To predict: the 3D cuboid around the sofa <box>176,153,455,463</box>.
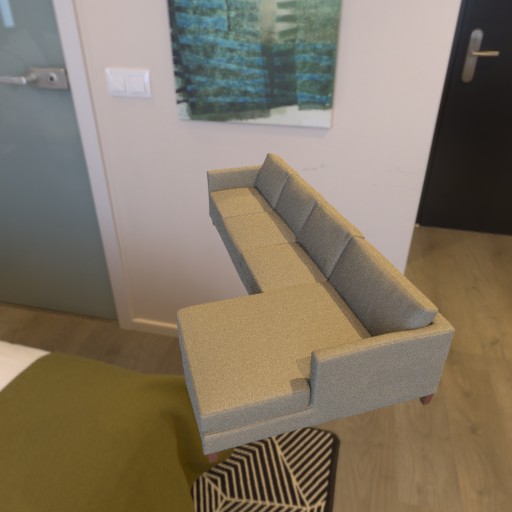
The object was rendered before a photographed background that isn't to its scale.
[{"bbox_3d":[0.000,0.000,3.937,1.625,0.861,3.186,-9,32,-14],"label":"sofa"}]
